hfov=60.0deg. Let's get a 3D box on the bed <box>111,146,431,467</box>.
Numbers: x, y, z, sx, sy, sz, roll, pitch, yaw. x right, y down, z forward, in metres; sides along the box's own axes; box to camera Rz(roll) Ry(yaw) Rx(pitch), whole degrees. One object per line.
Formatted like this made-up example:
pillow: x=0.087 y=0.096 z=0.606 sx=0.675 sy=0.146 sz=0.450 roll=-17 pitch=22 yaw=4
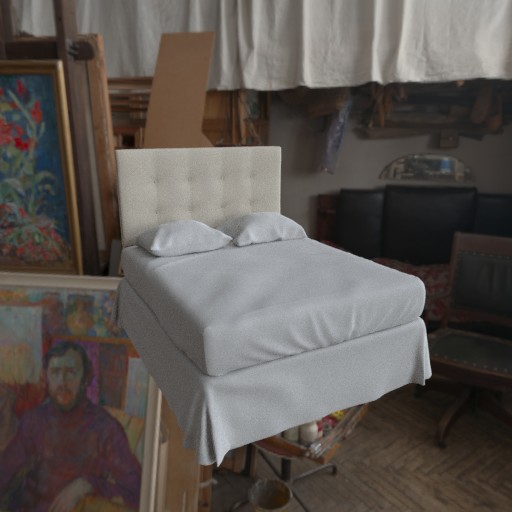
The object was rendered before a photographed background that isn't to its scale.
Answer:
bed: x=0.000 y=0.000 z=3.467 sx=1.936 sy=1.577 sz=2.222 roll=-9 pitch=18 yaw=-27
